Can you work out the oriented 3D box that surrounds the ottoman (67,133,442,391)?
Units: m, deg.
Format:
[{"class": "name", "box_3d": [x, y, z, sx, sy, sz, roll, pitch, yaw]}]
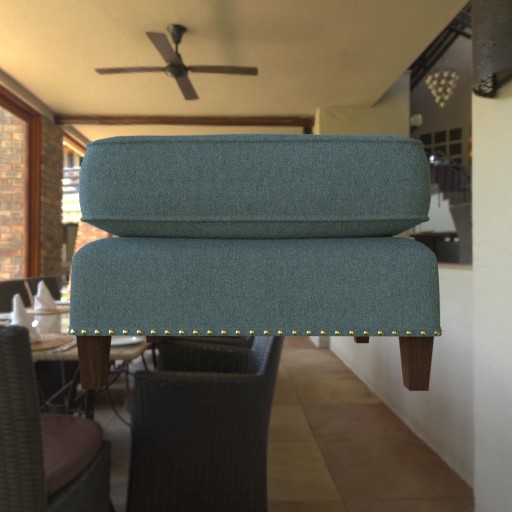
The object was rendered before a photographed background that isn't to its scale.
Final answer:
[{"class": "ottoman", "box_3d": [0.000, 0.000, 1.137, 0.738, 0.537, 0.589, 0, 0, 1]}]
